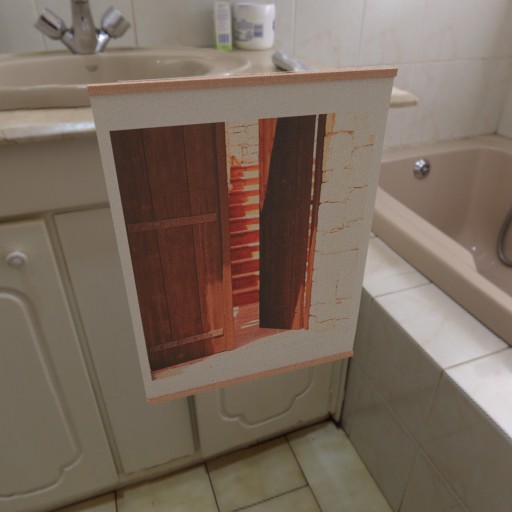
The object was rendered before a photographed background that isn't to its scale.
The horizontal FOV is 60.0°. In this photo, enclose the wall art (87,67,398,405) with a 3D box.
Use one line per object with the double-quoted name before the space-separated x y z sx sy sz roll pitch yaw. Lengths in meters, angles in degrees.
"wall art" 0.000 0.000 1.309 0.758 1.013 0.020 -9 33 -15
